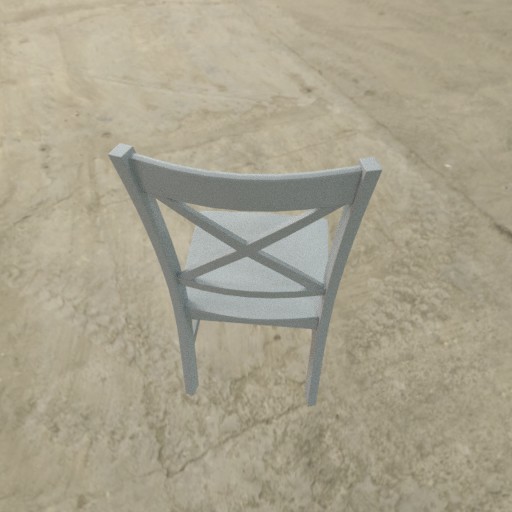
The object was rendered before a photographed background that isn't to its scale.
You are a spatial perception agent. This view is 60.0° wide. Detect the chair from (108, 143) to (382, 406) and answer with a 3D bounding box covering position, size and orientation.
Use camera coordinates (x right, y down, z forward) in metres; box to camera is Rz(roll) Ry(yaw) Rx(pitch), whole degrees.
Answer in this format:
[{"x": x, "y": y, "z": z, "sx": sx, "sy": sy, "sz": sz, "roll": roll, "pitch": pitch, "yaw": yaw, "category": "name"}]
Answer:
[{"x": 0.000, "y": 0.000, "z": 1.300, "sx": 0.485, "sy": 0.983, "sz": 0.542, "roll": 4, "pitch": 46, "yaw": 4, "category": "chair"}]
